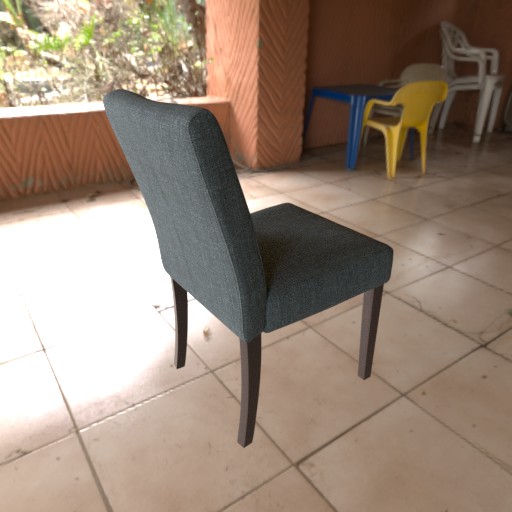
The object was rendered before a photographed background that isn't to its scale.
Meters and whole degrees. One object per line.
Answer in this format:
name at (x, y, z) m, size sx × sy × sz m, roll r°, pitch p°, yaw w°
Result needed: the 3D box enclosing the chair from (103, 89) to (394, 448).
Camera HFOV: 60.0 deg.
chair at (0.000, 0.000, 1.248) m, size 0.629 × 0.884 × 0.487 m, roll -18°, pitch 31°, yaw -32°
